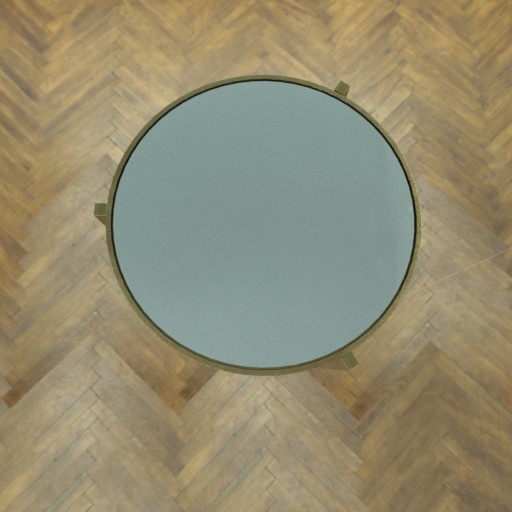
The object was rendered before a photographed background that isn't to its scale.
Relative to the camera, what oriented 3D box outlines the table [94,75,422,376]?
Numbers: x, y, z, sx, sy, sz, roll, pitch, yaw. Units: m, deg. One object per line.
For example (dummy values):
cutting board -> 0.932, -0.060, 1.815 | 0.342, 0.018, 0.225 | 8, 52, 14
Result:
table -> 0.000, 0.000, 0.456 | 0.243, 0.269, 0.231 | 1, 76, 0
